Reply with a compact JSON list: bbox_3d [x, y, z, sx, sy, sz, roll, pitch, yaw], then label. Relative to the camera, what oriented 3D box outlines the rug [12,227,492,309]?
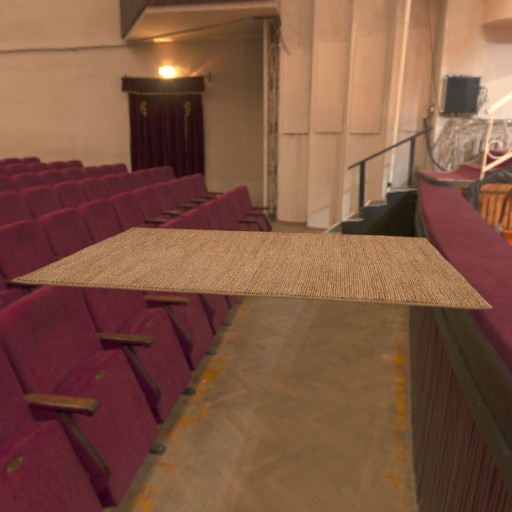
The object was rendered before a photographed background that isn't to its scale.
[{"bbox_3d":[0.000,0.000,2.935,2.438,0.034,1.521,2,15,9],"label":"rug"}]
